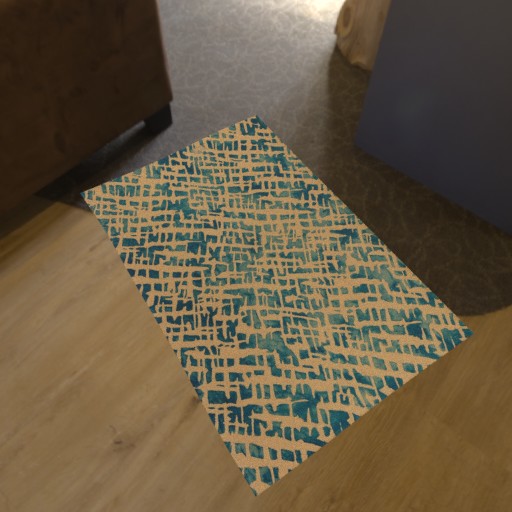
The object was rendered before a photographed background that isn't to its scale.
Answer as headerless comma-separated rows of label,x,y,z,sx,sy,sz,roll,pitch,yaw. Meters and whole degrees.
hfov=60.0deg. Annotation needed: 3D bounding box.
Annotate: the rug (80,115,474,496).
rug,0.000,0.000,2.287,1.209,0.011,1.830,-29,61,-18
